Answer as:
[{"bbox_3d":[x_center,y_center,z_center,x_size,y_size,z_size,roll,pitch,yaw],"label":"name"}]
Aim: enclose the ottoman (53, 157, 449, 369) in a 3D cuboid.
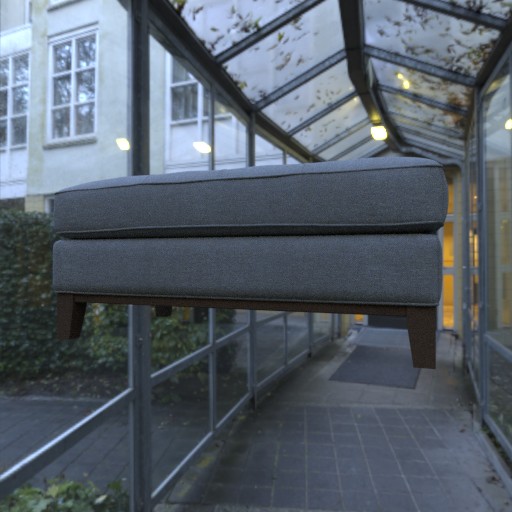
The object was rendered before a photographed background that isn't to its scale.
[{"bbox_3d":[0.000,0.000,1.467,1.143,0.514,0.648,0,0,20],"label":"ottoman"}]
